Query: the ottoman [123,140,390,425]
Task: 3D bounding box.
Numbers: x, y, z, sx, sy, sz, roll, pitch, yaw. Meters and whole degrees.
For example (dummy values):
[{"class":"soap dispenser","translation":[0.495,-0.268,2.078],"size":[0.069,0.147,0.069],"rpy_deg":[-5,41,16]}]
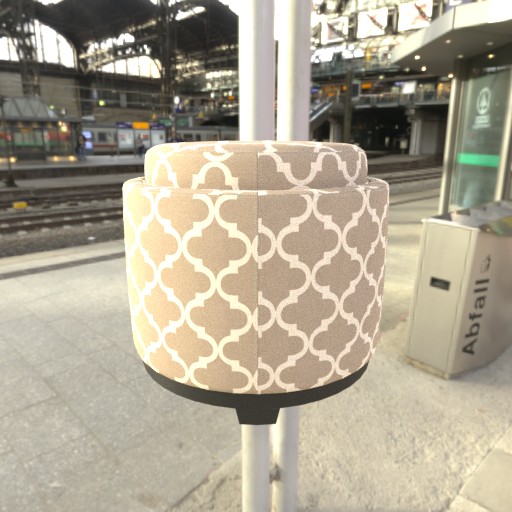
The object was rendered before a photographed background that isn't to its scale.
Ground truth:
[{"class":"ottoman","translation":[0.000,0.000,0.853],"size":[0.480,0.429,0.480],"rpy_deg":[0,14,0]}]
